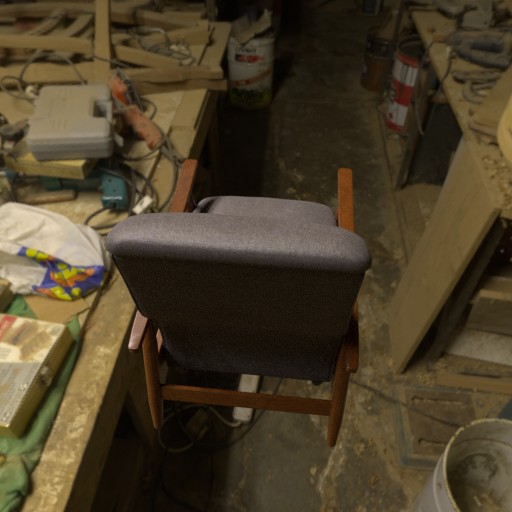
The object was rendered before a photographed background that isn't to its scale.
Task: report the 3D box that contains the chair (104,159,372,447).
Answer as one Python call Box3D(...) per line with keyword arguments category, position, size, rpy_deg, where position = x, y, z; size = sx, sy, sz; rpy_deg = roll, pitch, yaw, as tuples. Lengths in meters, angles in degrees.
Box3D(category="chair", position=(0.000, 0.000, 1.725), size=(0.762, 1.081, 1.014), rpy_deg=(4, 46, 4))
